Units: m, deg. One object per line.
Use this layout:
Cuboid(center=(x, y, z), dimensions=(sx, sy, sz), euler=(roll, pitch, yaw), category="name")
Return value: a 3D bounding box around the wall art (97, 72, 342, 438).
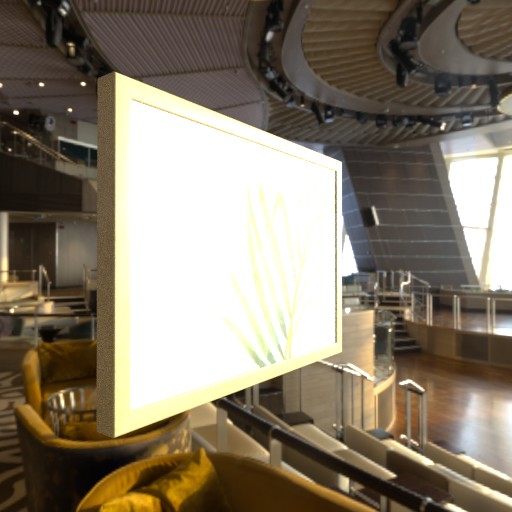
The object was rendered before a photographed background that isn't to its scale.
Cuboid(center=(0.000, 0.000, 0.682), dimensions=(0.032, 0.381, 0.533), euler=(0, -1, 37), category="wall art")
